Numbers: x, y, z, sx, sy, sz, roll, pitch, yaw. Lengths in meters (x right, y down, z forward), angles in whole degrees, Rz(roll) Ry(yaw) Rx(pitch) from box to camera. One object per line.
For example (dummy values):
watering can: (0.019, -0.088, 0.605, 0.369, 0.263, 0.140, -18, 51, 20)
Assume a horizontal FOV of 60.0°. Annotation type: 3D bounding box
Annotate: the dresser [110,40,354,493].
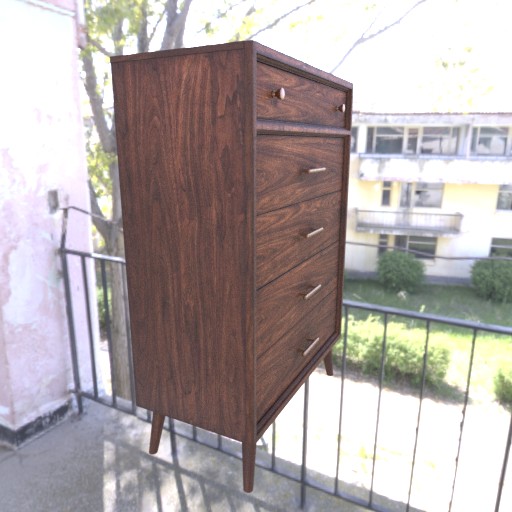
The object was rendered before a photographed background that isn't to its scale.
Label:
dresser: (0.000, 0.000, 1.763, 0.498, 1.365, 0.919, 7, 16, 27)
